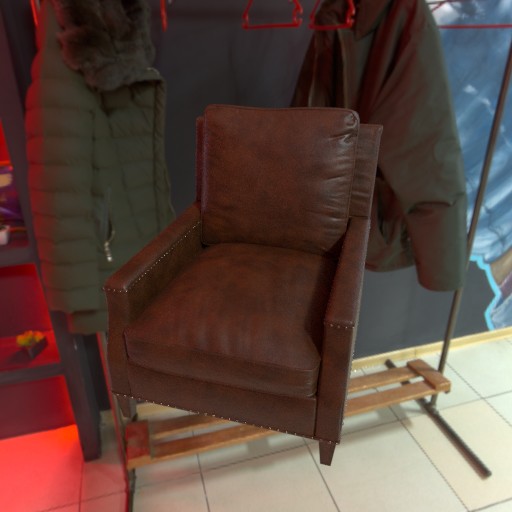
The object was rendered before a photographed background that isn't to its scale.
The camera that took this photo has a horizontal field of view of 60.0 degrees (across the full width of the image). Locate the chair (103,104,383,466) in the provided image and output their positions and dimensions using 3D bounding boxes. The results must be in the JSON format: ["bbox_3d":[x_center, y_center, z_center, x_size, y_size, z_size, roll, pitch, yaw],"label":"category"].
[{"bbox_3d":[0.000,0.000,1.782,0.854,1.054,1.035,7,27,14],"label":"chair"}]
